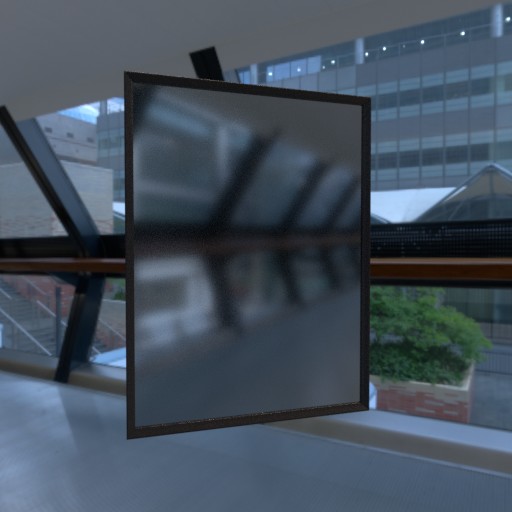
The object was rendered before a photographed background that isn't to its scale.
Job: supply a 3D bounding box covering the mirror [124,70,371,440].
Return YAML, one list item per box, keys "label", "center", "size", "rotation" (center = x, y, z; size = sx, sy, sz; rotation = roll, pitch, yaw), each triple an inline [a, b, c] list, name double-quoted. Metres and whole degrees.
- label: "mirror"
  center: [0.000, 0.000, 1.346]
  size: [0.762, 1.016, 0.041]
  rotation: [0, 2, -17]
